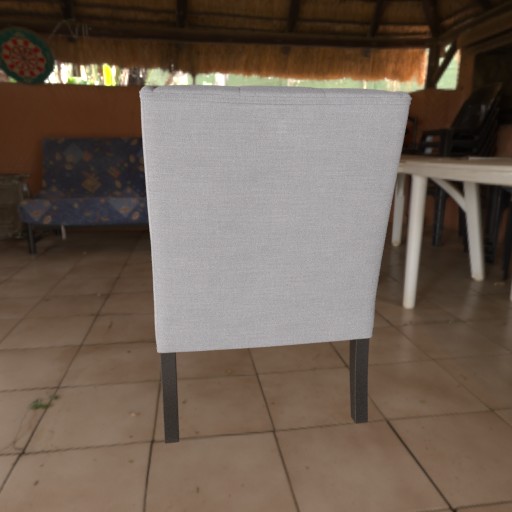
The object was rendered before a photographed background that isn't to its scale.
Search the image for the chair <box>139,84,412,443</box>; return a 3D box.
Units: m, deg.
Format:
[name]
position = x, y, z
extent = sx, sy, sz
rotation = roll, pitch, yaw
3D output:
[chair]
position = 0.000, 0.000, 1.285
extent = 0.569, 0.853, 0.676
rotation = -2, 14, -9
